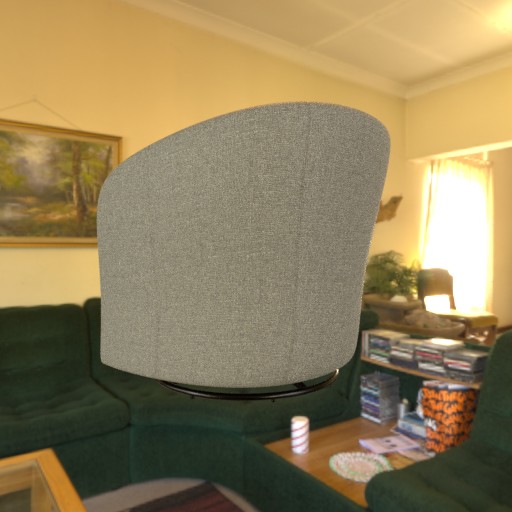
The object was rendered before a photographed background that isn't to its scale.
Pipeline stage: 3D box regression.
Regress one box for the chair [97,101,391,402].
[{"bbox_3d":[0.000,0.000,1.432,0.815,0.771,0.791,1,1,37],"label":"chair"}]
